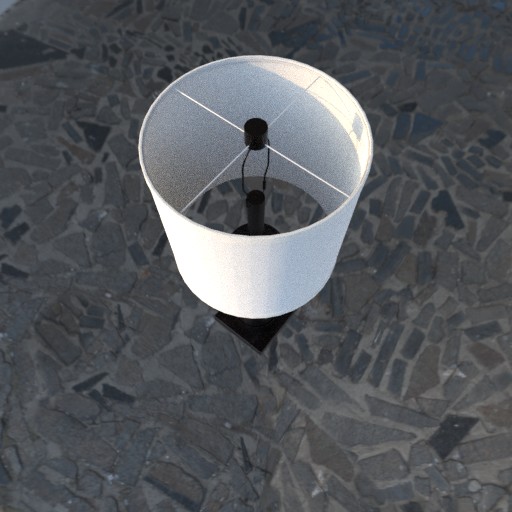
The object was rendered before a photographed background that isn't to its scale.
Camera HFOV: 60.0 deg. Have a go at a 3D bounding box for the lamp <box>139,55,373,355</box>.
[{"bbox_3d":[0.000,0.000,0.615,0.211,0.509,0.211,36,69,16],"label":"lamp"}]
